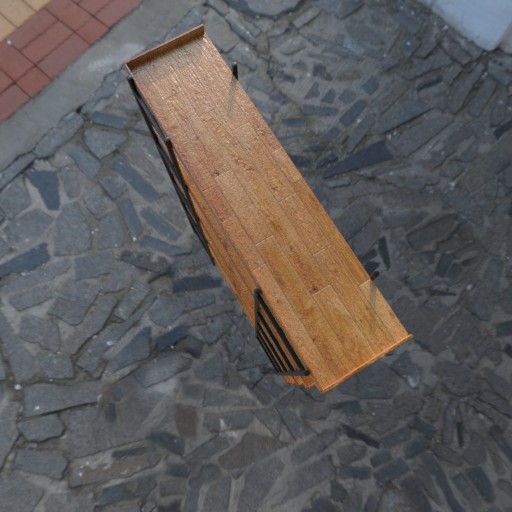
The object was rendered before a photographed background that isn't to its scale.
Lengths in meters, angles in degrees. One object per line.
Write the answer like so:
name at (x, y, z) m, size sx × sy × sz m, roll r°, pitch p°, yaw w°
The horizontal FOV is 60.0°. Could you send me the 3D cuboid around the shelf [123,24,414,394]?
shelf at (0.000, 0.000, 2.387) m, size 0.379 × 1.826 × 1.371 m, roll -30°, pitch 77°, yaw -8°
